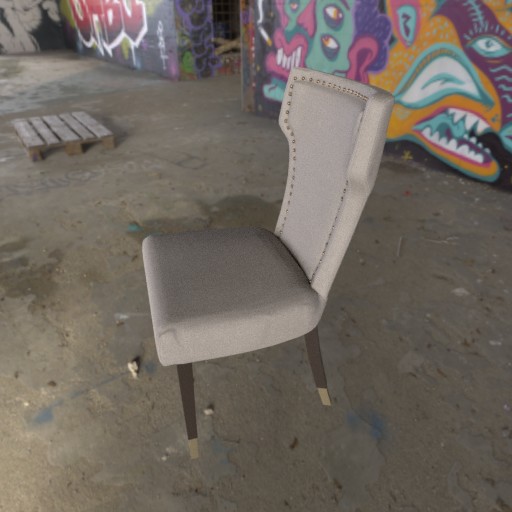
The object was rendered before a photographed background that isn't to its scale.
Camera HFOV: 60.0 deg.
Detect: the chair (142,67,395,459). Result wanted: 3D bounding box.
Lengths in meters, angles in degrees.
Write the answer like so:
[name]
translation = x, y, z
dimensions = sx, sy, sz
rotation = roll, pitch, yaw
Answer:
[chair]
translation = 0.000, 0.000, 1.285
dimensions = 0.630, 0.950, 0.526
rotation = -8, 31, -14
